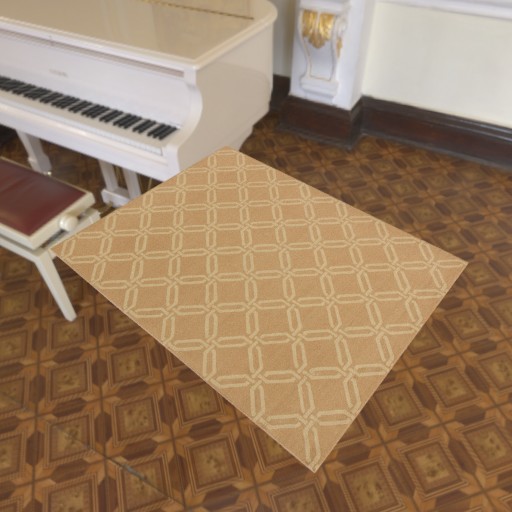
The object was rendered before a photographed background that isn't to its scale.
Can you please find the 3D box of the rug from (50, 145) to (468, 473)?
[{"bbox_3d":[0.000,0.000,3.899,2.895,0.018,2.288,32,53,27],"label":"rug"}]
